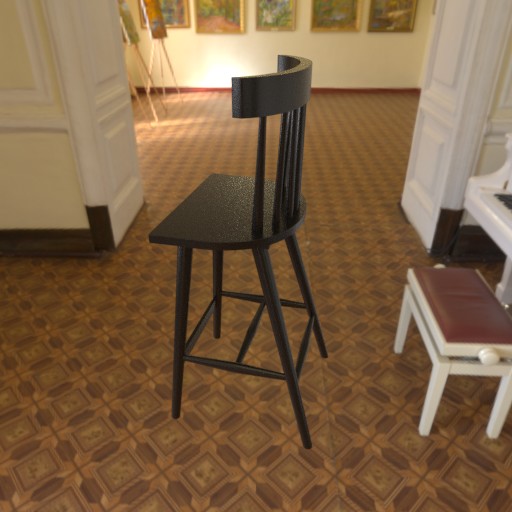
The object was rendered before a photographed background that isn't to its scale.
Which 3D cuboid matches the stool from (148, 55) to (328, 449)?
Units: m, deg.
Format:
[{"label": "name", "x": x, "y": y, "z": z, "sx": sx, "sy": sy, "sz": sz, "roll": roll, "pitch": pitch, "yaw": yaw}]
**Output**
[{"label": "stool", "x": 0.000, "y": 0.000, "z": 1.365, "sx": 0.483, "sy": 1.092, "sz": 0.482, "roll": 8, "pitch": 31, "yaw": 13}]
